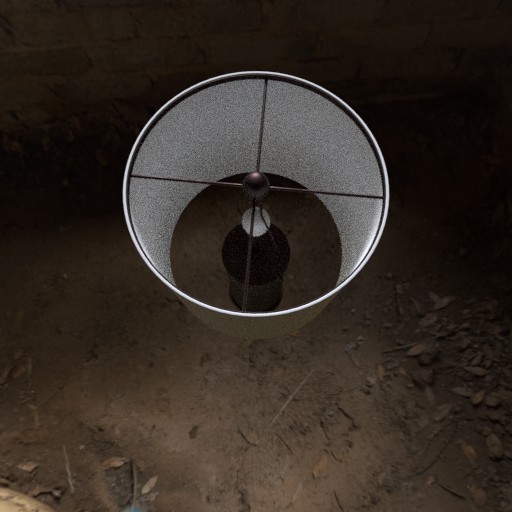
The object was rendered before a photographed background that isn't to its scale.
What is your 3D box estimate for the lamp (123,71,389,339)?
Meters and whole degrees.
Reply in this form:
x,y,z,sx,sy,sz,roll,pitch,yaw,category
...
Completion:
x,y,z,sx,sy,sz,roll,pitch,yaw,category
0.000,0.000,0.791,0.301,0.630,0.301,-39,78,-10,lamp
